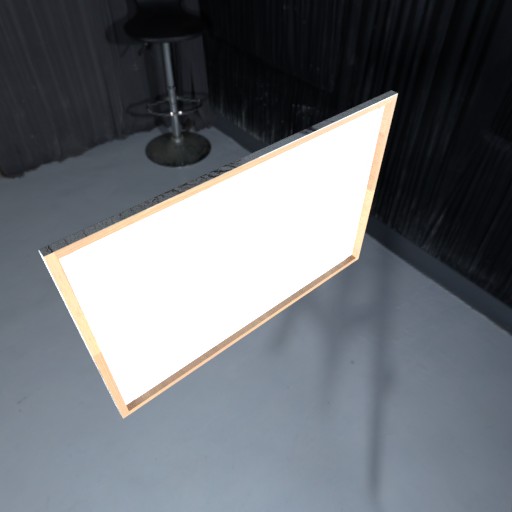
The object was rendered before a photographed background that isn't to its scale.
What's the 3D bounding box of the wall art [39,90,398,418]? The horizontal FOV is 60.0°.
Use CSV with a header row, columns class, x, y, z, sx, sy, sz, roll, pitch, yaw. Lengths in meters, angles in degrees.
class,x,y,z,sx,sy,sz,roll,pitch,yaw
wall art,0.000,0.000,1.147,0.914,0.607,0.023,-30,53,-26
